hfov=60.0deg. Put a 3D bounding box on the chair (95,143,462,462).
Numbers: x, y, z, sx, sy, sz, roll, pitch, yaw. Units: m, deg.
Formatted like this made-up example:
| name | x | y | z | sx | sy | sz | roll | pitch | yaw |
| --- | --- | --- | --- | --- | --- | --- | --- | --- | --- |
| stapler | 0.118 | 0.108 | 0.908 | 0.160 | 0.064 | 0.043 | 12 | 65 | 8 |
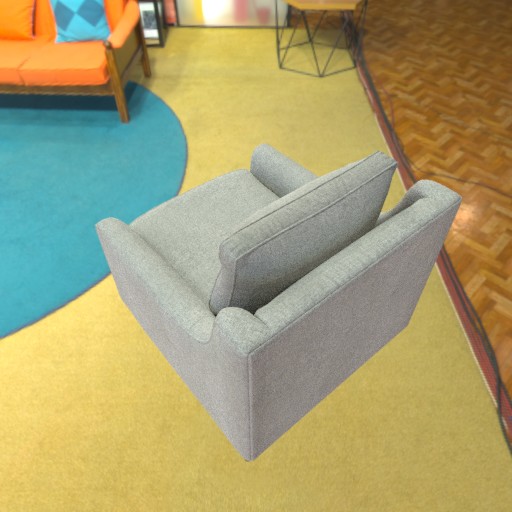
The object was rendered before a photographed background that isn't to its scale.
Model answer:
| name | x | y | z | sx | sy | sz | roll | pitch | yaw |
| --- | --- | --- | --- | --- | --- | --- | --- | --- | --- |
| chair | 0.000 | 0.000 | 1.594 | 0.838 | 0.864 | 0.918 | -31 | 54 | -26 |
